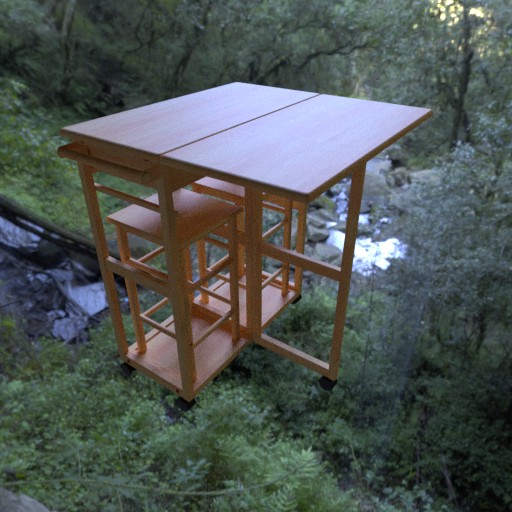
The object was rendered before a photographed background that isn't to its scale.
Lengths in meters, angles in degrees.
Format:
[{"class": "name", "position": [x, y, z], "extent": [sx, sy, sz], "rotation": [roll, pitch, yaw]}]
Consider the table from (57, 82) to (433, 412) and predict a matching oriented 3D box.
[{"class": "table", "position": [0.000, 0.000, 1.365], "extent": [0.693, 0.832, 0.752], "rotation": [20, 37, 29]}]
